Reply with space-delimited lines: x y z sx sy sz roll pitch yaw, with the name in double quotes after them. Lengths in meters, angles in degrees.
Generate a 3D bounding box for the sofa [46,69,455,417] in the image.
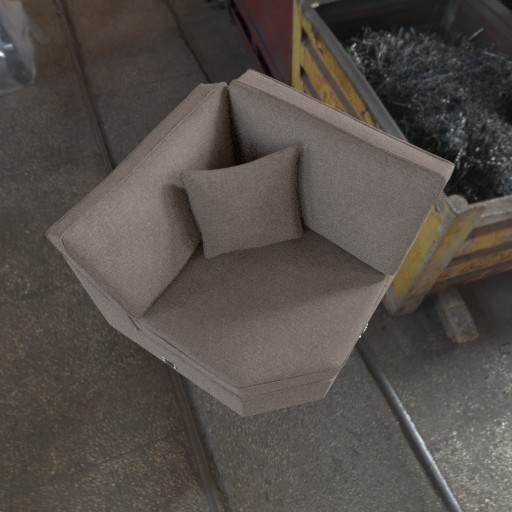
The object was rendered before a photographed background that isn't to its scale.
0.000 0.000 1.829 1.042 0.951 1.050 30 63 18 "sofa"
